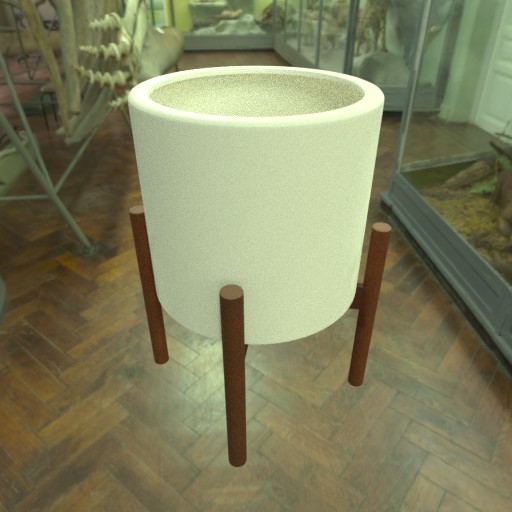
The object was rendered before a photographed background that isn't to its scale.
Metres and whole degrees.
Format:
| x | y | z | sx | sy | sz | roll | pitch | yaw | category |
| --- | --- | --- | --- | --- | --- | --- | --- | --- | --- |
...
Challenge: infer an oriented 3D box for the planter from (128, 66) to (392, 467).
| x | y | z | sx | sy | sz | roll | pitch | yaw | category |
| --- | --- | --- | --- | --- | --- | --- | --- | --- | --- |
| 0.000 | 0.000 | 0.491 | 0.224 | 0.358 | 0.224 | -22 | 38 | -30 | planter |
